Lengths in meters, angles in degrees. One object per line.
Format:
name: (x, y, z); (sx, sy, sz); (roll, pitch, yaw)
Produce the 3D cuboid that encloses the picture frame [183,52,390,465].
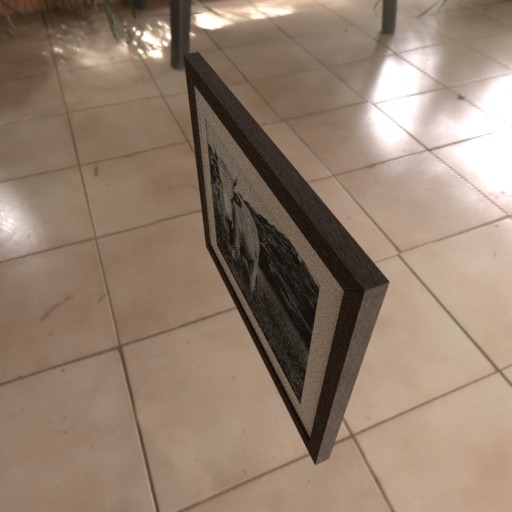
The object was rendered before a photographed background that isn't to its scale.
picture frame: (0.000, 0.000, 0.733); (0.026, 0.455, 0.546); (-18, 49, -16)
